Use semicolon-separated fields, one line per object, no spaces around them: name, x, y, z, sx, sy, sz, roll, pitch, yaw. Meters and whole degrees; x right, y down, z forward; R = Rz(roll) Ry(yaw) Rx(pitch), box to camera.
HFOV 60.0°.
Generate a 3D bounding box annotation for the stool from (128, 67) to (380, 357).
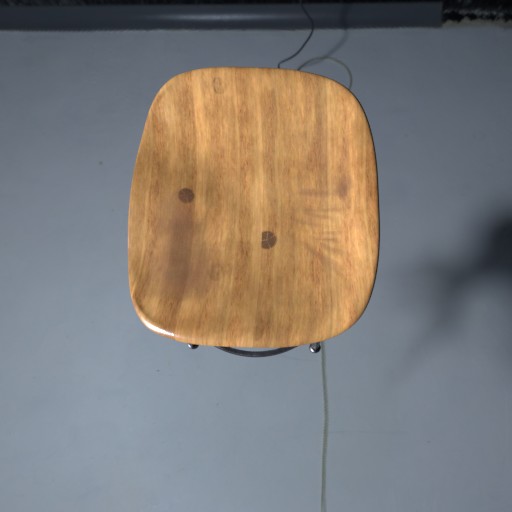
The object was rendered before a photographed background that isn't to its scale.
stool;0.000;0.000;0.971;0.424;0.694;0.432;2;75;0
